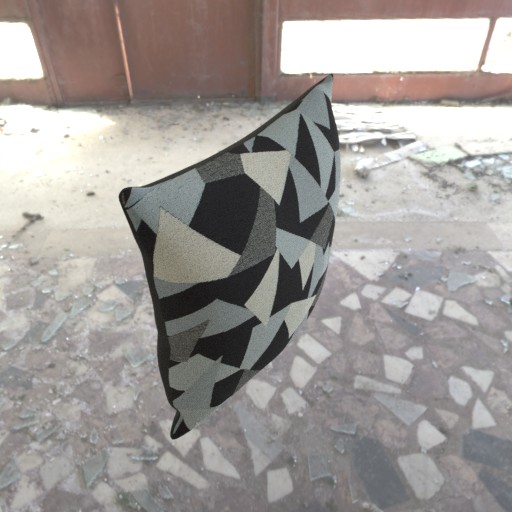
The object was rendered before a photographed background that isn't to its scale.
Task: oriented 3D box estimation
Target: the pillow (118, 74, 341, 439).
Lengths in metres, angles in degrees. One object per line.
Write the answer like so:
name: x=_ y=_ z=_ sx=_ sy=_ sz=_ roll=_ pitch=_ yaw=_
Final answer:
pillow: x=0.000 y=0.000 z=0.768 sx=0.208 sy=0.496 sz=0.503 roll=24 pitch=45 yaw=26
